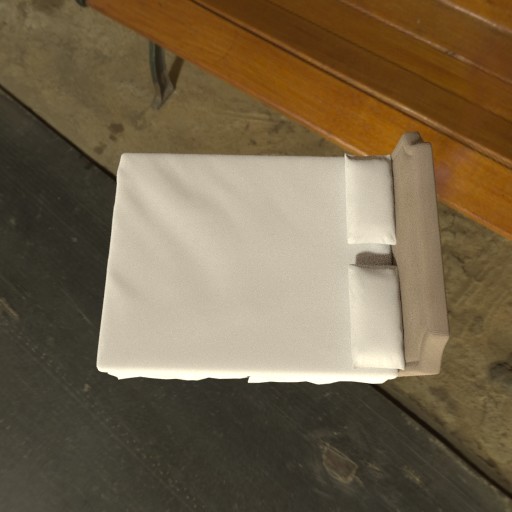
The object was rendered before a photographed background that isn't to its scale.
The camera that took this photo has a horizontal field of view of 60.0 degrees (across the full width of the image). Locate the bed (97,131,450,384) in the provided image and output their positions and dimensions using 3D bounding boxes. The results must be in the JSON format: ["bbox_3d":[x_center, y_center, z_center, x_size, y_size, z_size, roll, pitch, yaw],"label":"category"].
[{"bbox_3d":[0.000,0.000,3.588,2.498,1.293,1.977,1,74,0],"label":"bed"}]
